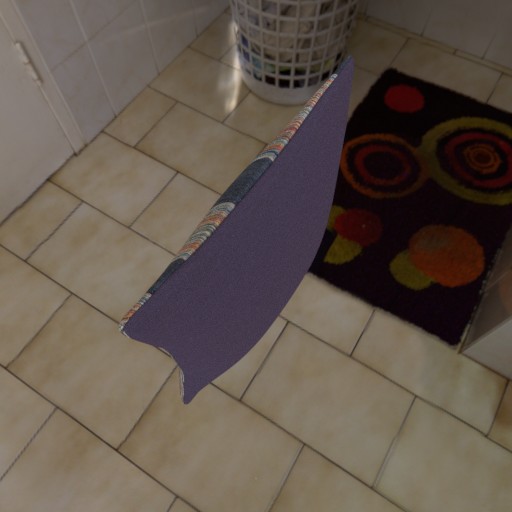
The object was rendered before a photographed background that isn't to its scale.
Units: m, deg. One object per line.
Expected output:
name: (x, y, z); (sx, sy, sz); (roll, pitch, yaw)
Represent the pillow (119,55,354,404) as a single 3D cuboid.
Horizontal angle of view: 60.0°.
pillow: (0.000, 0.000, 0.657); (0.136, 0.419, 0.437); (31, 67, 15)
